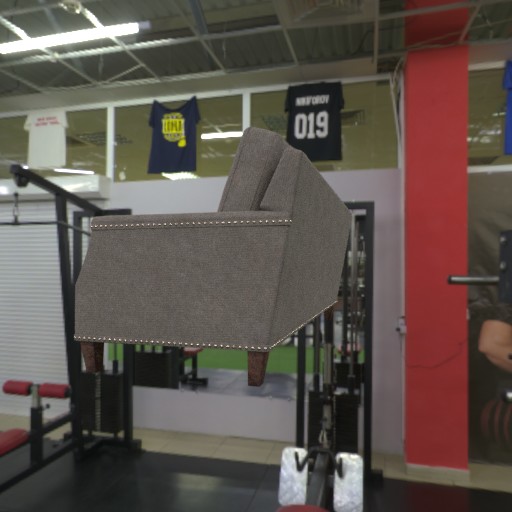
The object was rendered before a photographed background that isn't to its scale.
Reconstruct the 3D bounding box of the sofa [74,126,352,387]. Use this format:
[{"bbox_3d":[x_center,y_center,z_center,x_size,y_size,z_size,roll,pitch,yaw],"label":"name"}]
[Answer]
[{"bbox_3d":[0.000,0.000,2.832,1.034,1.042,2.226,0,-1,17],"label":"sofa"}]
